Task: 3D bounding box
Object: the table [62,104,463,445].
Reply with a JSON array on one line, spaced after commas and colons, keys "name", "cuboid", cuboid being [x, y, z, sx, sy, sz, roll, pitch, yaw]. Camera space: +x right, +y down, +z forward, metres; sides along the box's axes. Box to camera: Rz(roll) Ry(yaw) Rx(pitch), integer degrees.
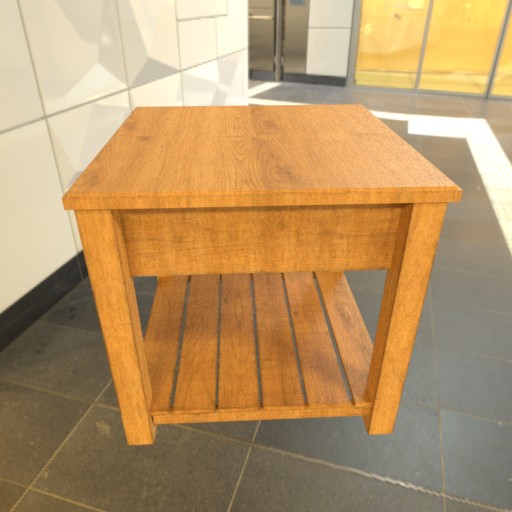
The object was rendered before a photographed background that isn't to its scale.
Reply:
[{"name": "table", "cuboid": [0.000, 0.000, 1.090, 0.616, 0.593, 0.612, -1, 31, -3]}]
